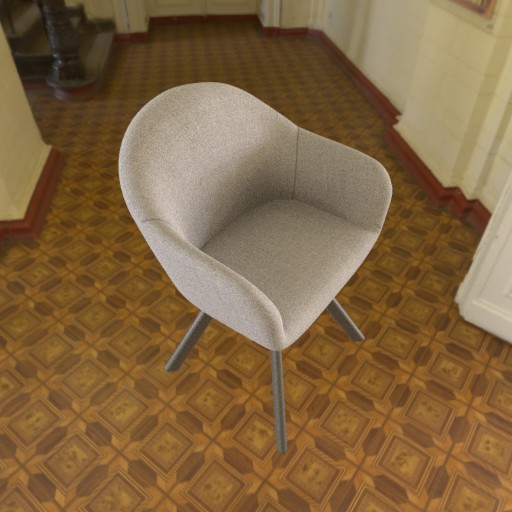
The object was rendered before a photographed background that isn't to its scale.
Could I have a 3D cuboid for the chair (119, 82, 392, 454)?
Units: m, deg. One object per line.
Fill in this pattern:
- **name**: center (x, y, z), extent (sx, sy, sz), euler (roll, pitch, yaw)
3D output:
- **chair**: center (0.000, 0.000, 1.197), extent (0.550, 0.795, 0.590), euler (26, 48, 26)
